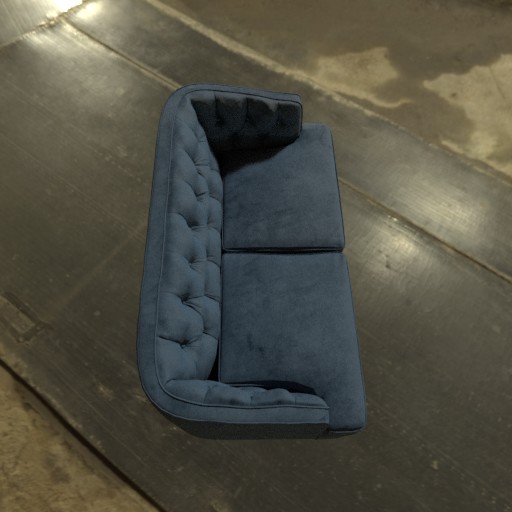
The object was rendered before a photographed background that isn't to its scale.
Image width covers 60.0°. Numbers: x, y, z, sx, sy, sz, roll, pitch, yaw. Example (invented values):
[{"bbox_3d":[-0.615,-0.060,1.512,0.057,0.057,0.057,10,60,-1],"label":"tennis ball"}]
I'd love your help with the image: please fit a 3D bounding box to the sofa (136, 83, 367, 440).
[{"bbox_3d":[0.000,0.000,2.282,0.941,0.854,1.733,-1,63,0],"label":"sofa"}]
